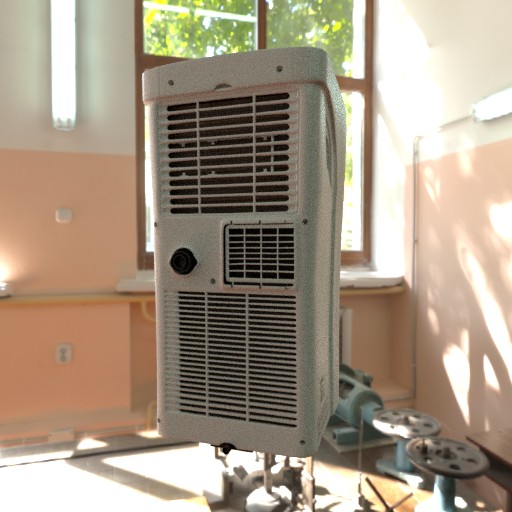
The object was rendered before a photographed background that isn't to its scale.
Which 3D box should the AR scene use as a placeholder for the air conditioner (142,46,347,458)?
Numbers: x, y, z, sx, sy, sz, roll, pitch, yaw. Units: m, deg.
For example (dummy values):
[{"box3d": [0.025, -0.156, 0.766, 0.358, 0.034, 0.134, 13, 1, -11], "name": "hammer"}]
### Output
[{"box3d": [0.000, 0.000, 0.945, 0.352, 0.716, 0.369, 1, 2, 19], "name": "air conditioner"}]
